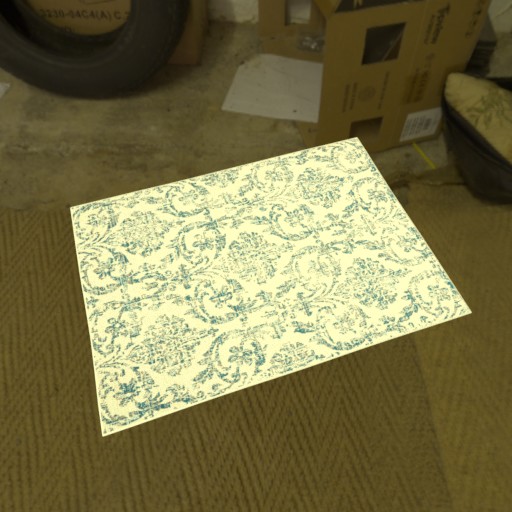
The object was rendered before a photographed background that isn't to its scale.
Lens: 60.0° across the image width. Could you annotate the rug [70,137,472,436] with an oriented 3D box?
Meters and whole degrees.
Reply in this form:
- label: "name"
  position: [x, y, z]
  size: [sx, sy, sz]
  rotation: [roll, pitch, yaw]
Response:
- label: "rug"
  position: [0.000, 0.000, 2.870]
  size: [2.197, 0.014, 1.586]
  rotation: [-16, 59, -10]
